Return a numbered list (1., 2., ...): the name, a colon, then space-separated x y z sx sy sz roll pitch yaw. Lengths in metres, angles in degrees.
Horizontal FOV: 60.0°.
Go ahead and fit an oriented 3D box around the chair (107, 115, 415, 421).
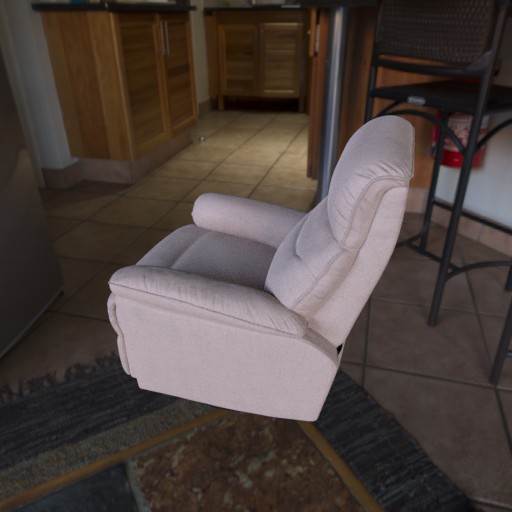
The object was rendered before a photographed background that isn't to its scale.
1. chair: 0.000 0.000 1.704 1.004 1.037 0.820 9 31 15
